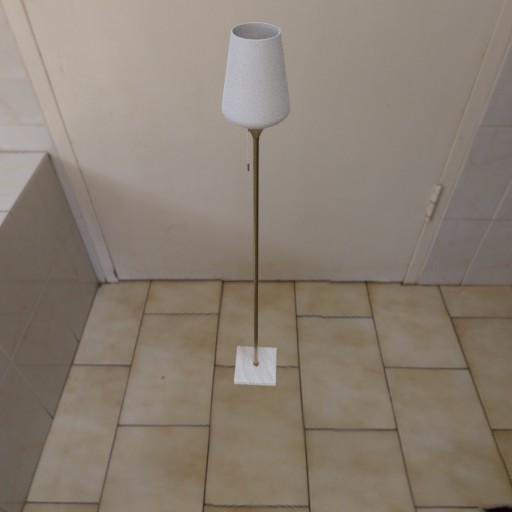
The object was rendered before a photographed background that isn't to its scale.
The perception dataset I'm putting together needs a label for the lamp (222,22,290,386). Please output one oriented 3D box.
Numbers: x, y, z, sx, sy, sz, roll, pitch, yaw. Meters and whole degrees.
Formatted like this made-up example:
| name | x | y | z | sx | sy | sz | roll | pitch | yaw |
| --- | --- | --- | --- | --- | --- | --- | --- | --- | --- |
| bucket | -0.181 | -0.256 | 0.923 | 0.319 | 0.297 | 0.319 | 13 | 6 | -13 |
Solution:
| name | x | y | z | sx | sy | sz | roll | pitch | yaw |
| --- | --- | --- | --- | --- | --- | --- | --- | --- | --- |
| lamp | 0.000 | 0.000 | 1.898 | 0.232 | 1.813 | 0.229 | 2 | 45 | 2 |
